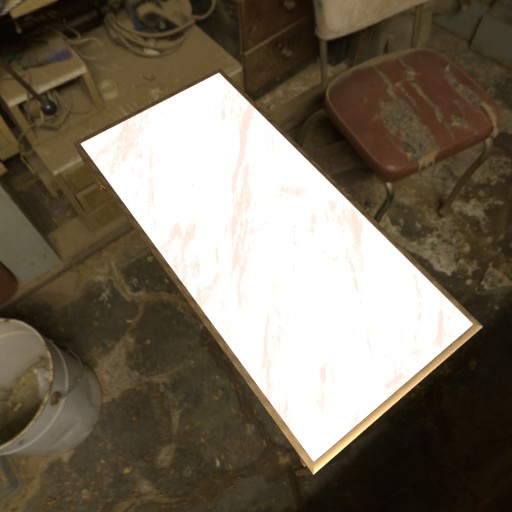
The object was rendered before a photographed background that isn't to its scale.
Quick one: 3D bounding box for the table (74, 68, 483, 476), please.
[{"bbox_3d":[0.000,0.000,1.467,0.577,0.405,1.197,-34,68,-16],"label":"table"}]
